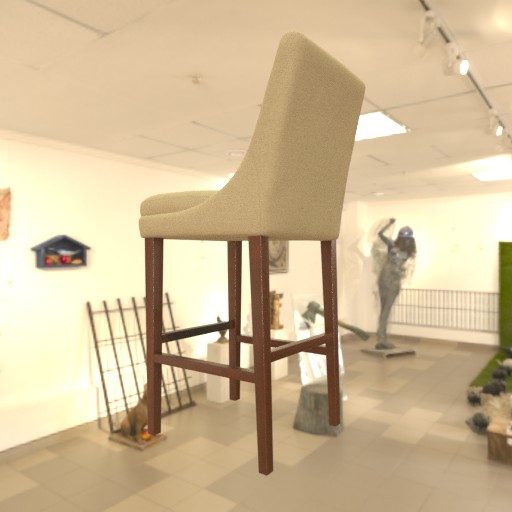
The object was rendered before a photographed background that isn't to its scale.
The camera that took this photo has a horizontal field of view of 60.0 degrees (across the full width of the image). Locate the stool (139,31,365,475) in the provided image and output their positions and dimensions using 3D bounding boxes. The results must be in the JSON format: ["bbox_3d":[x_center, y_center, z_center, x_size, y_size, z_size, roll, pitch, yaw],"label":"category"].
[{"bbox_3d":[0.000,0.000,1.361,0.577,1.078,0.470,0,0,36],"label":"stool"}]
